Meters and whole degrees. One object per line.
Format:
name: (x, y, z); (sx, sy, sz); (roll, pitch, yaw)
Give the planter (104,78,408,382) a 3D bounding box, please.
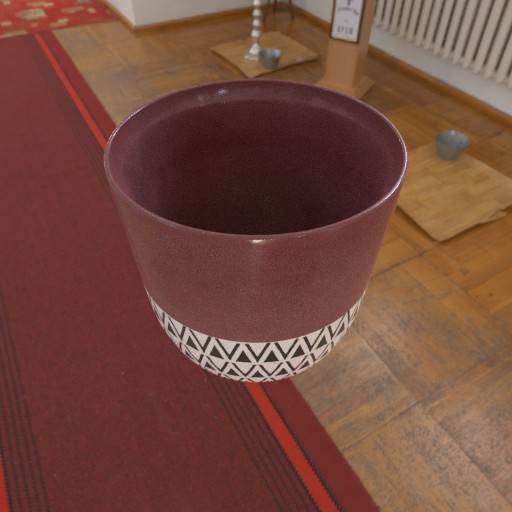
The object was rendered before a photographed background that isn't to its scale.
planter: (0.000, 0.000, 0.365); (0.195, 0.214, 0.195); (0, 44, 0)
